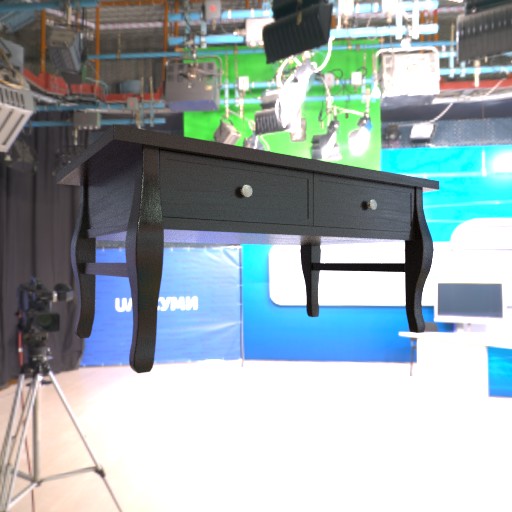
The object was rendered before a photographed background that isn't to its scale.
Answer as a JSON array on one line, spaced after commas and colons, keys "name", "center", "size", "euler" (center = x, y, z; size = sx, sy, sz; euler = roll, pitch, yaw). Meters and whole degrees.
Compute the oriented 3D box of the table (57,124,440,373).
[{"name": "table", "center": [0.000, 0.000, 1.394], "size": [1.062, 0.494, 0.600], "euler": [1, -1, -34]}]
